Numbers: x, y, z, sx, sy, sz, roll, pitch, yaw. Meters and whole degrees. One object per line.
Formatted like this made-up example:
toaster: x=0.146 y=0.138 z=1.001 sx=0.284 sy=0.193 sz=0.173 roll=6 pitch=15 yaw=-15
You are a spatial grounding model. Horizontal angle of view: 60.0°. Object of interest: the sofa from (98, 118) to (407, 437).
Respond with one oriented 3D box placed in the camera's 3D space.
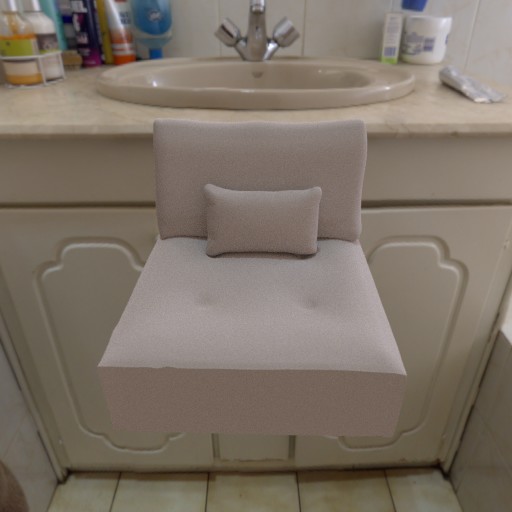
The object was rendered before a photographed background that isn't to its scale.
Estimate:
sofa: x=0.000 y=0.000 z=1.693 sx=0.935 sy=0.828 sz=1.000 roll=1 pitch=31 yaw=1
